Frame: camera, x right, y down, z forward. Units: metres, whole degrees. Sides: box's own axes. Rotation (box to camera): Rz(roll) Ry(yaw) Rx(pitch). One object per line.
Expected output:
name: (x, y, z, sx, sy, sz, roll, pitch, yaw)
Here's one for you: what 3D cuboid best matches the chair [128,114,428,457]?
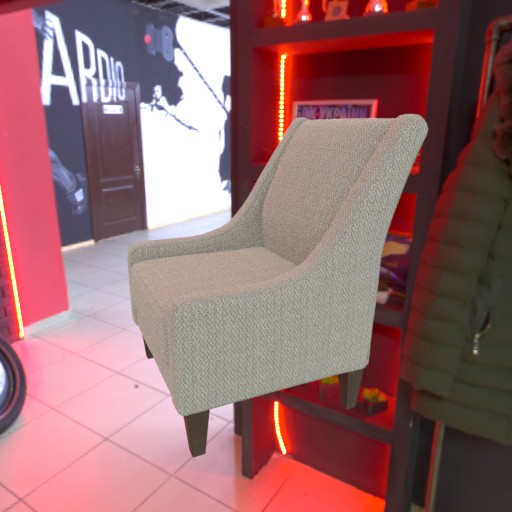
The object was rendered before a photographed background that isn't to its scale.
chair: (0.000, 0.000, 1.674, 0.870, 1.014, 0.774, -7, 18, -24)
